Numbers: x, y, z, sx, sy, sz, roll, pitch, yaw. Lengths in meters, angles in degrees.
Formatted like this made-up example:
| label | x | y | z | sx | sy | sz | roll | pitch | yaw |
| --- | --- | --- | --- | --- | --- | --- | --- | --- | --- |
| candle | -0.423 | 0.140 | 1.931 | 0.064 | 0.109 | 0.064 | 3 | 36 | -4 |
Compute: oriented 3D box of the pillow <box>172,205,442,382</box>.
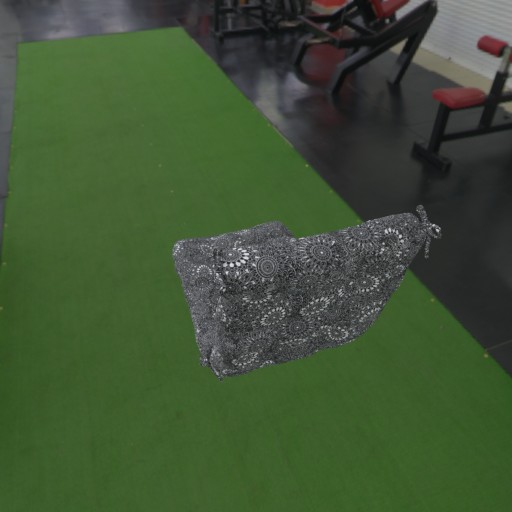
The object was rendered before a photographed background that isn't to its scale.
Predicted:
| label | x | y | z | sx | sy | sz | roll | pitch | yaw |
| --- | --- | --- | --- | --- | --- | --- | --- | --- | --- |
| pillow | 0.000 | 0.000 | 1.505 | 0.526 | 0.863 | 1.016 | -12 | 42 | -14 |
